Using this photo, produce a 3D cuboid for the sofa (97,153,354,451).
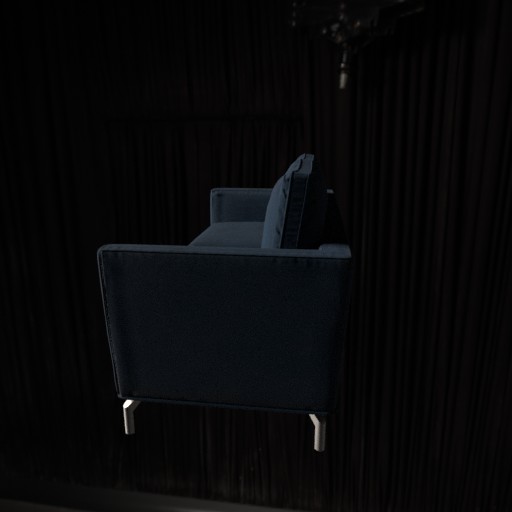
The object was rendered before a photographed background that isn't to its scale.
[{"bbox_3d":[0.000,0.000,2.324,0.853,1.002,1.770,2,15,7],"label":"sofa"}]
